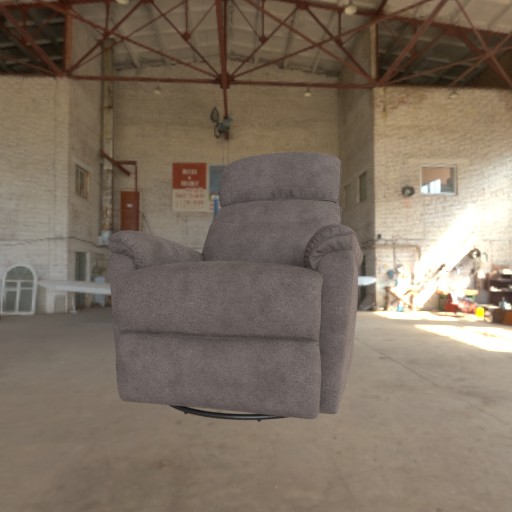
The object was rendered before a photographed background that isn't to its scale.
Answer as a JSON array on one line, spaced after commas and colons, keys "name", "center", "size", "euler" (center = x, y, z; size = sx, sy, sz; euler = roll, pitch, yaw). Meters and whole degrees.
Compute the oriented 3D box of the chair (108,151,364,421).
[{"name": "chair", "center": [0.000, 0.000, 1.765], "size": [0.830, 1.036, 1.009], "euler": [-1, -2, 17]}]
